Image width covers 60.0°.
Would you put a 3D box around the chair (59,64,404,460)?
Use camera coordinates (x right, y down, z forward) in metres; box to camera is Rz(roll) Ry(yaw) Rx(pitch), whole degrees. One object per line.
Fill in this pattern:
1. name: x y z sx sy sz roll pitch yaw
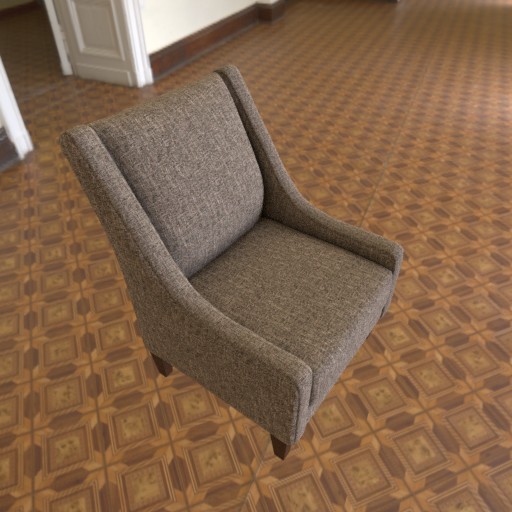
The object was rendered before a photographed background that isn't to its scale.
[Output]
1. chair: 0.000 0.000 1.599 0.870 1.014 0.774 25 47 27
